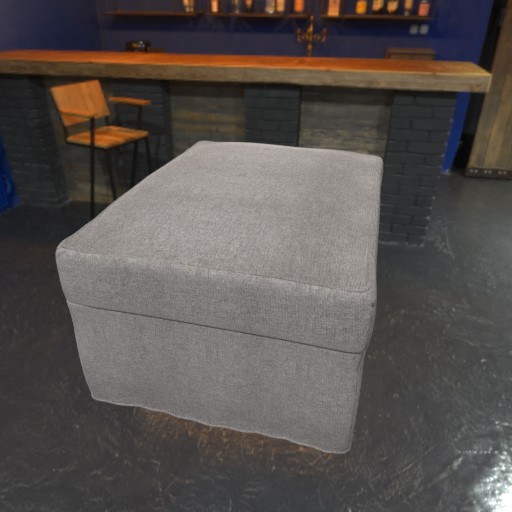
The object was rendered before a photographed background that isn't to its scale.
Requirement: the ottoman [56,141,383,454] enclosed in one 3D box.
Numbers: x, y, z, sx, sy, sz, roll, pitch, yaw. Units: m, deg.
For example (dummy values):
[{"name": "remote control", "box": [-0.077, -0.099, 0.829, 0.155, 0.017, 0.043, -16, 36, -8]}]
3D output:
[{"name": "ottoman", "box": [0.000, 0.000, 1.251, 0.652, 0.492, 0.833, 8, 31, 13]}]
